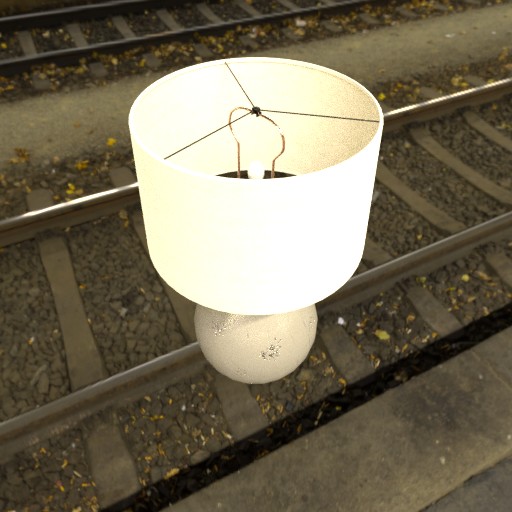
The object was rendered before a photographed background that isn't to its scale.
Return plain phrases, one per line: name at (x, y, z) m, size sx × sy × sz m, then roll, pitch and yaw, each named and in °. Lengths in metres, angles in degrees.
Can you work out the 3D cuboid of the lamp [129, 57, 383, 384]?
lamp at (0.000, 0.000, 0.729) m, size 0.330 × 0.521 × 0.330 m, roll 0°, pitch 46°, yaw 0°
